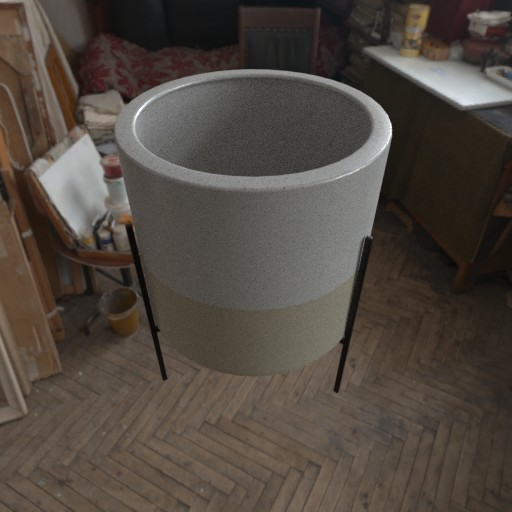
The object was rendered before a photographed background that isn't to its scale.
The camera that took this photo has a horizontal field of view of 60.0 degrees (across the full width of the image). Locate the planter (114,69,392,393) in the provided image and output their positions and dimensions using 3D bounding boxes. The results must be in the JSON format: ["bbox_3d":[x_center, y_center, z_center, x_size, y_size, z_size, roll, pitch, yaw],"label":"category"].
[{"bbox_3d":[0.000,0.000,0.735,0.368,0.484,0.359,24,47,25],"label":"planter"}]
